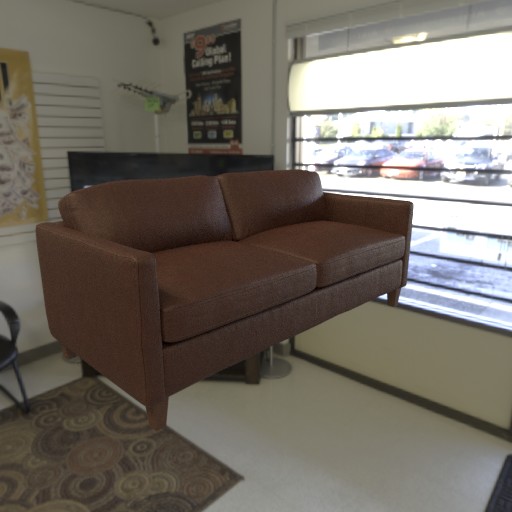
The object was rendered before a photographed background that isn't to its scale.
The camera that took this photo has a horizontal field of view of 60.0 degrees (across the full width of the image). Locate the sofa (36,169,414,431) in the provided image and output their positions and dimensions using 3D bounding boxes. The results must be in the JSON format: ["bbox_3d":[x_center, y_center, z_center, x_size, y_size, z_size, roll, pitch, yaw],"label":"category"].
[{"bbox_3d":[0.000,0.000,2.435,0.923,0.863,1.971,14,20,43],"label":"sofa"}]
